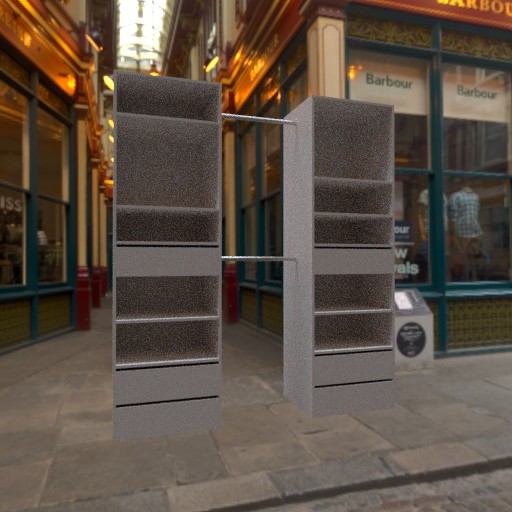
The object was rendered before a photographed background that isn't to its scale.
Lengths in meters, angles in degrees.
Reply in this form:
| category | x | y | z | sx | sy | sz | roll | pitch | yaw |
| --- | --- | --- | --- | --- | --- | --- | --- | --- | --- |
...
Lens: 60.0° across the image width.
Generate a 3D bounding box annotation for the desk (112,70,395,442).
| category | x | y | z | sx | sy | sz | roll | pitch | yaw |
| --- | --- | --- | --- | --- | --- | --- | --- | --- | --- |
| desk | 0.000 | 0.000 | 2.882 | 1.770 | 2.000 | 0.480 | 0 | -1 | -18 |
